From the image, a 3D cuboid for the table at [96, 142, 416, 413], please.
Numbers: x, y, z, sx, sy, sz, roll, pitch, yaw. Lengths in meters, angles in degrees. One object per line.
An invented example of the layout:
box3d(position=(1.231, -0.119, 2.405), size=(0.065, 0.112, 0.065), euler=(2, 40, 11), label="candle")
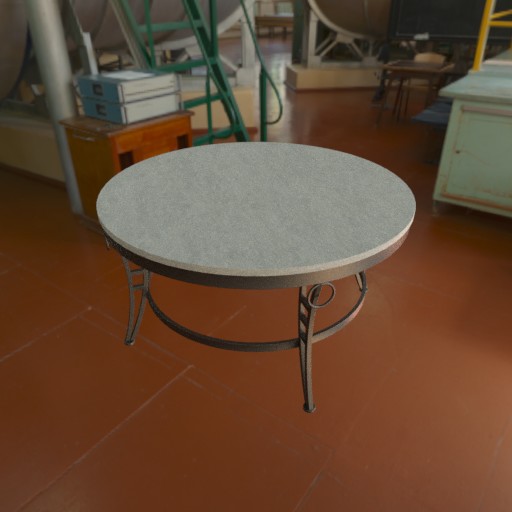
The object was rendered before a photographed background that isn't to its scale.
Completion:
box3d(position=(0.000, 0.000, 1.412), size=(0.889, 0.470, 0.889), euler=(0, 31, 0), label="table")
